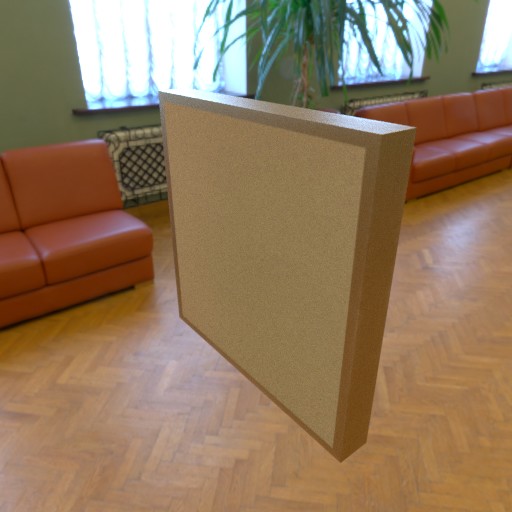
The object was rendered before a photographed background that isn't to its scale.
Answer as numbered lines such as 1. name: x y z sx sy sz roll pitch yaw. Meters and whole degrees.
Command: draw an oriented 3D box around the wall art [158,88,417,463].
1. wall art: 0.000 0.000 0.467 0.038 0.305 0.306 -20 33 -34
